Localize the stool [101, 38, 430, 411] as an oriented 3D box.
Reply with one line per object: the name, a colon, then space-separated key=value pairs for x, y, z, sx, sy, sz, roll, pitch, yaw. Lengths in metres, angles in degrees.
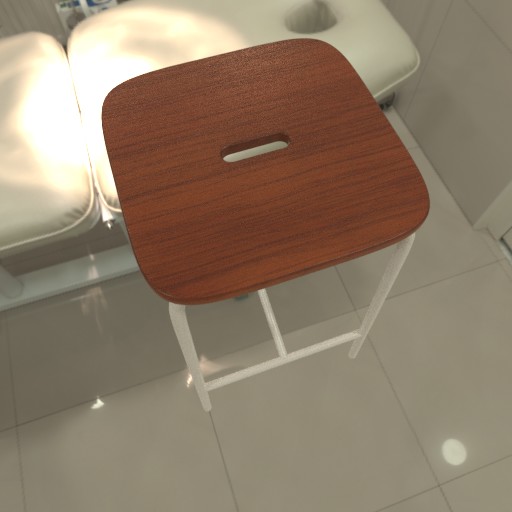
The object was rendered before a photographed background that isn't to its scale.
stool: x=0.000 y=0.000 z=0.830 sx=0.376 sy=0.610 sz=0.376 roll=-17 pitch=64 yaw=-9
